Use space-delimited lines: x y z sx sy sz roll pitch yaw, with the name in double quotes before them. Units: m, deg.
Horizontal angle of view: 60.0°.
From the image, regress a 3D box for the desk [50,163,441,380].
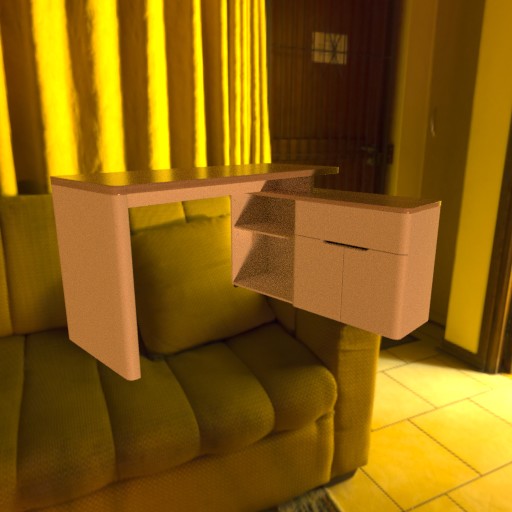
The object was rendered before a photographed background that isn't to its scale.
"desk" 0.000 0.000 2.120 1.175 0.770 1.400 14 21 42
